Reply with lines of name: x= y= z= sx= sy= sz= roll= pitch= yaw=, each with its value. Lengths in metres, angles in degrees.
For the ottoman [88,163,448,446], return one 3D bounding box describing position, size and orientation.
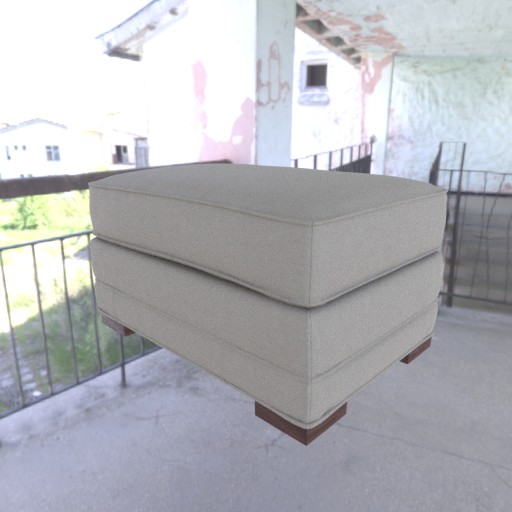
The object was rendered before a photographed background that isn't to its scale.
ottoman: x=0.000 y=0.000 z=1.249 sx=0.848 sy=0.482 sz=0.611 roll=15 pitch=22 yaw=42
